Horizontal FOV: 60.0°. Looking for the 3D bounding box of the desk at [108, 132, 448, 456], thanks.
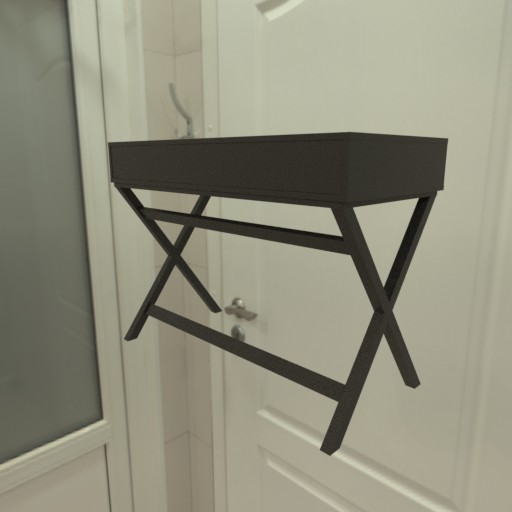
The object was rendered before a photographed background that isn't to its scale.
[{"bbox_3d":[0.000,0.000,1.548,1.057,0.780,0.504,12,18,44],"label":"desk"}]
